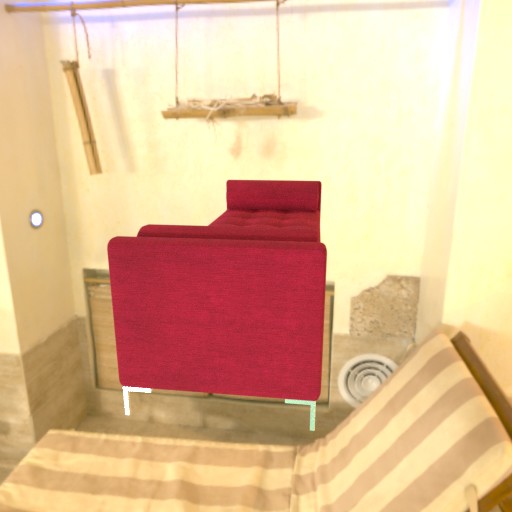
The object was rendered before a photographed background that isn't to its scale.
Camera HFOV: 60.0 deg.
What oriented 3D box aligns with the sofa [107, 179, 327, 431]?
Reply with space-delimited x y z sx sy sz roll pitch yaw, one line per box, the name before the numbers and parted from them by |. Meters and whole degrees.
sofa | 0.000 0.000 2.356 0.686 0.635 1.981 2 15 7
